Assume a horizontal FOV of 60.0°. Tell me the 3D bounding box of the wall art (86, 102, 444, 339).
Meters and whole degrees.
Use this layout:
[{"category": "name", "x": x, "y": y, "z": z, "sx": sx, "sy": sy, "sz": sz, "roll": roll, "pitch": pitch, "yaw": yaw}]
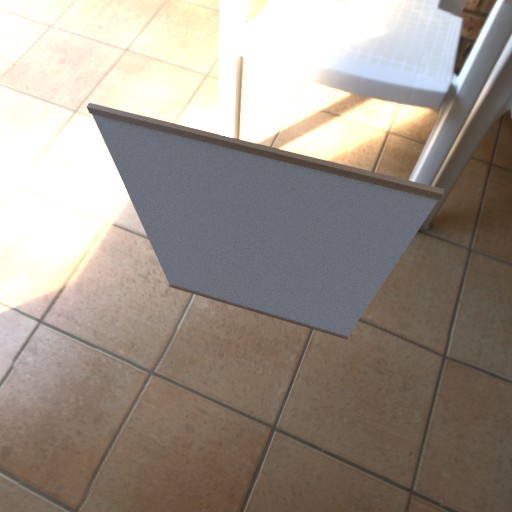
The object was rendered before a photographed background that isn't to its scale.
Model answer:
[{"category": "wall art", "x": 0.000, "y": 0.000, "z": 1.361, "sx": 0.758, "sy": 1.016, "sz": 0.013, "roll": 16, "pitch": 65, "yaw": 8}]
